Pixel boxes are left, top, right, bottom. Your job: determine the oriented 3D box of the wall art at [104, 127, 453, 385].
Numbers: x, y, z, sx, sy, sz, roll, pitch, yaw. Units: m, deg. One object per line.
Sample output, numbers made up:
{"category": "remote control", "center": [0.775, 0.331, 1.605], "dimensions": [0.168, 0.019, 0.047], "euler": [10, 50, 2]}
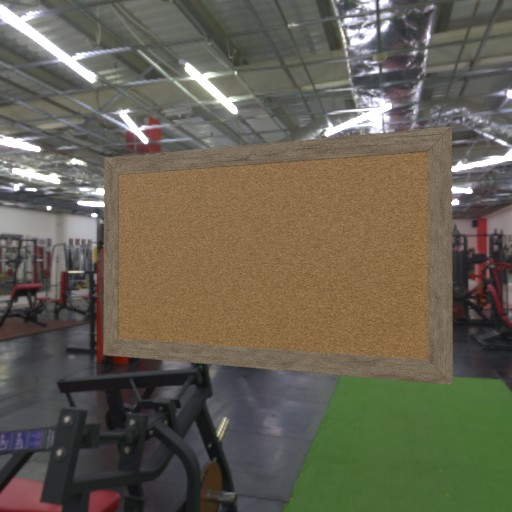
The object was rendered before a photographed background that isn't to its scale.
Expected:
{"category": "wall art", "center": [0.000, 0.000, 0.961], "dimensions": [0.780, 0.480, 0.021], "euler": [0, 0, 19]}
